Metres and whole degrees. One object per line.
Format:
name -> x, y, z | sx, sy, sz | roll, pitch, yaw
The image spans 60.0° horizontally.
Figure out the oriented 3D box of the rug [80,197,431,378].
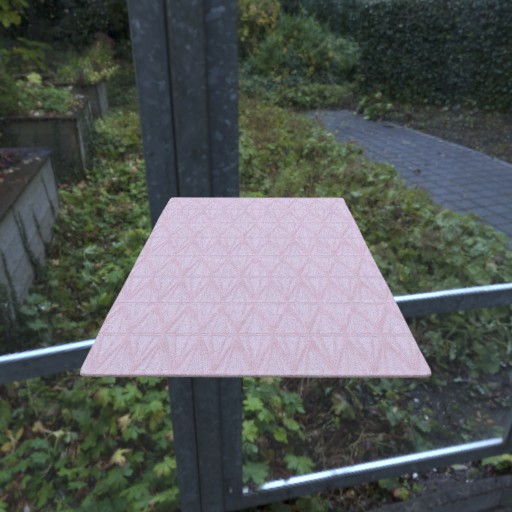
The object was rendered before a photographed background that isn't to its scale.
rug -> 0.000, 0.000, 3.045 | 1.609, 0.015, 2.390 | 0, 27, 0
